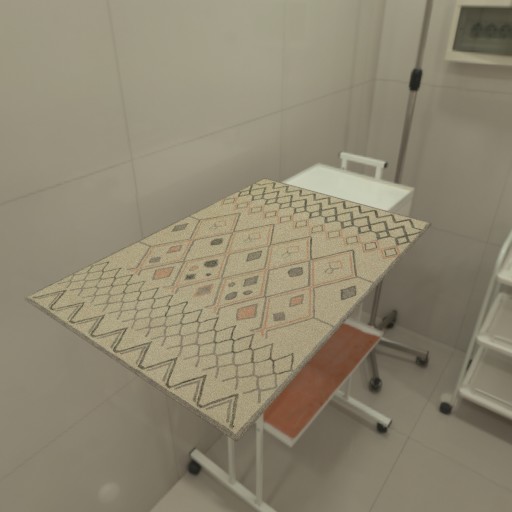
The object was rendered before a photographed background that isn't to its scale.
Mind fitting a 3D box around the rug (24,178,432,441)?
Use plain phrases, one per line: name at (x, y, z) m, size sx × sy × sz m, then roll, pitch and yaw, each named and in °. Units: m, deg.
rug at (0.000, 0.000, 2.291) m, size 1.219 × 0.016 × 1.829 m, roll 21°, pitch 37°, yaw 31°
